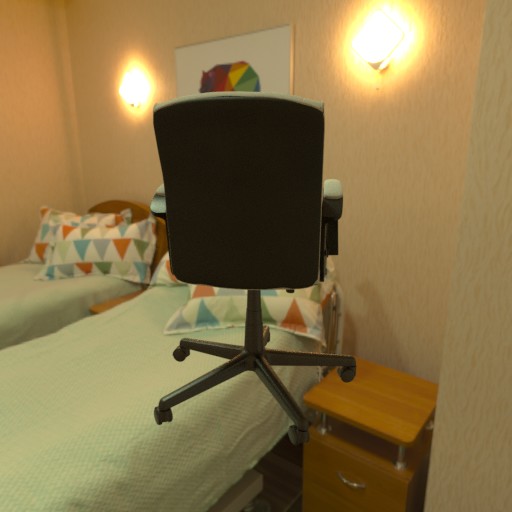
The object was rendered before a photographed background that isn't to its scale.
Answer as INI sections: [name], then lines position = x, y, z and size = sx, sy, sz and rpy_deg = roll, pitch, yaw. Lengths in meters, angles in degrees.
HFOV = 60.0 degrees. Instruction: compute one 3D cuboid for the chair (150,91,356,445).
[chair]
position = 0.000, 0.000, 1.521
size = 0.739, 1.004, 0.717
rpy_deg = 2, 15, 8
